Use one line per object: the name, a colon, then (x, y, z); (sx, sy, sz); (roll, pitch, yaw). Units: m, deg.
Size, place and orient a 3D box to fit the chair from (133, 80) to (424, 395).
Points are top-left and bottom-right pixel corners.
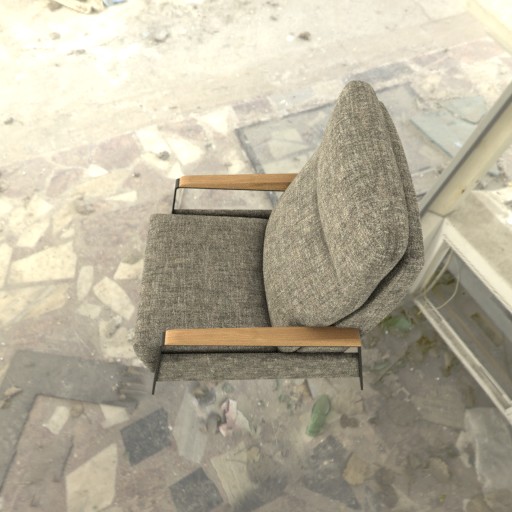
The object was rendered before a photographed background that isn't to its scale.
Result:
chair: (0.000, 0.000, 1.556); (0.868, 1.042, 0.671); (-1, 58, -1)
